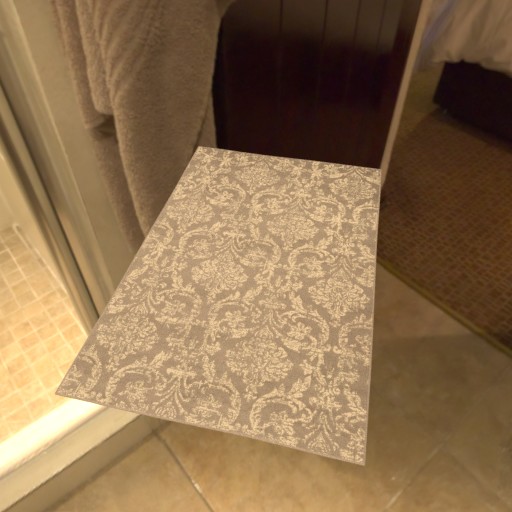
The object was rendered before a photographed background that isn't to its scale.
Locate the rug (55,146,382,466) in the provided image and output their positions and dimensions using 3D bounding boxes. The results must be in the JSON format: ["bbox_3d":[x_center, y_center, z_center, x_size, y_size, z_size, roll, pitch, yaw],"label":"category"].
[{"bbox_3d":[0.000,0.000,3.411,1.819,0.018,2.746,9,47,9],"label":"rug"}]
